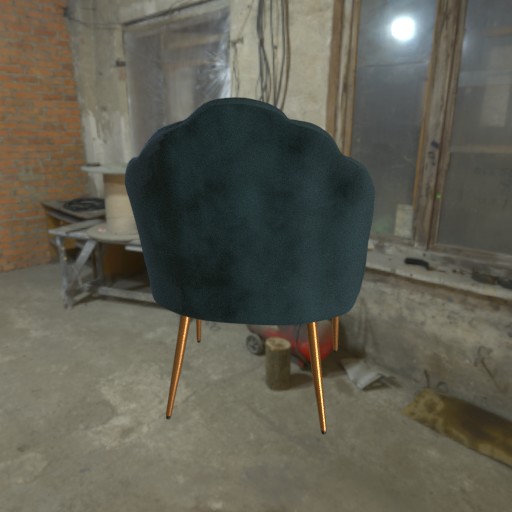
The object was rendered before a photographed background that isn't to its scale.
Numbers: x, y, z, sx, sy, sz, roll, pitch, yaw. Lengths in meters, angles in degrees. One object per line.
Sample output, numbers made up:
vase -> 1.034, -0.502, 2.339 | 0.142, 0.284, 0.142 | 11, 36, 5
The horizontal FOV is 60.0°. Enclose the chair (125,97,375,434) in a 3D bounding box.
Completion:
chair -> 0.000, 0.000, 1.266 | 0.657, 0.819, 0.599 | 2, 16, 8
